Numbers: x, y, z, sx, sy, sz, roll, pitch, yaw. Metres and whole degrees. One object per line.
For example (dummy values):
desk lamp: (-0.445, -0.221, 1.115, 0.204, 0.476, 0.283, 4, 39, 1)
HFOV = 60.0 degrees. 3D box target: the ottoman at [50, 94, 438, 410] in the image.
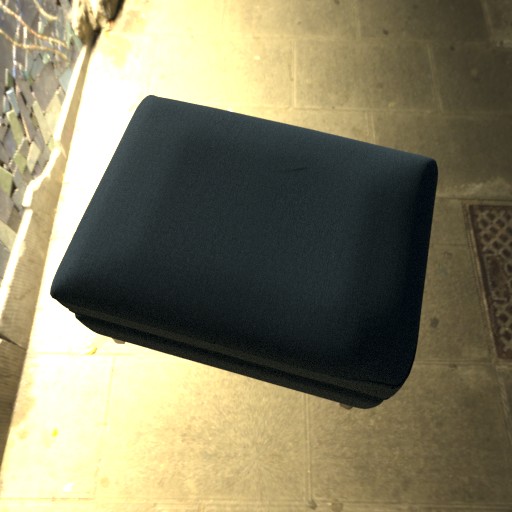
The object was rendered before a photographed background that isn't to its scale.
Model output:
ottoman: (0.000, 0.000, 1.256, 0.835, 0.503, 0.629, 14, 66, 6)
